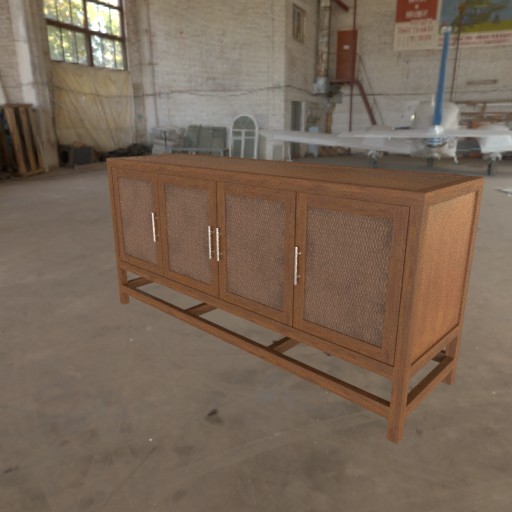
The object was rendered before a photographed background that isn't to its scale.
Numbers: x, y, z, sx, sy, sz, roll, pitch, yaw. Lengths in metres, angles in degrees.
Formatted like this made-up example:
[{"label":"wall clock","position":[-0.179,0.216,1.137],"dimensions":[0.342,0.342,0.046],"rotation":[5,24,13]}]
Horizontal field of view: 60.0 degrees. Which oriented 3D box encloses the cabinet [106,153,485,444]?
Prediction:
[{"label":"cabinet","position":[0.000,0.000,2.048],"dimensions":[1.708,0.820,0.522],"rotation":[15,23,41]}]
